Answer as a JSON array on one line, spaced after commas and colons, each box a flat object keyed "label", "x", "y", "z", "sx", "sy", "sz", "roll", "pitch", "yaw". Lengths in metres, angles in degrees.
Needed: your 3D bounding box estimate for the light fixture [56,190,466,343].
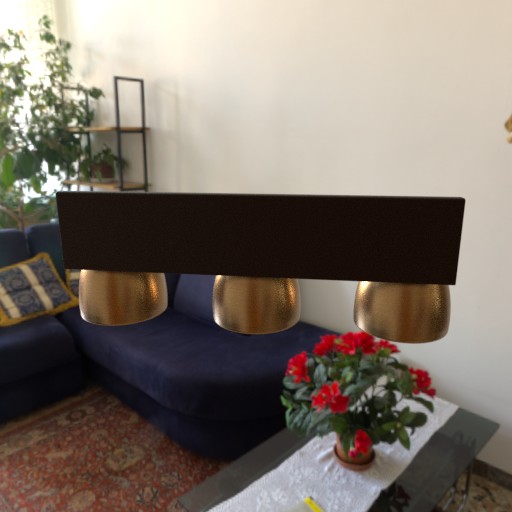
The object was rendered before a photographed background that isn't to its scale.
[{"label": "light fixture", "x": 0.000, "y": 0.000, "z": 0.679, "sx": 0.582, "sy": 0.204, "sz": 0.157, "roll": 2, "pitch": 15, "yaw": 8}]
